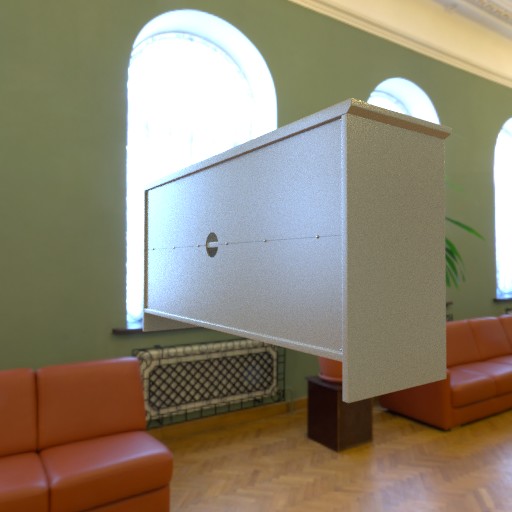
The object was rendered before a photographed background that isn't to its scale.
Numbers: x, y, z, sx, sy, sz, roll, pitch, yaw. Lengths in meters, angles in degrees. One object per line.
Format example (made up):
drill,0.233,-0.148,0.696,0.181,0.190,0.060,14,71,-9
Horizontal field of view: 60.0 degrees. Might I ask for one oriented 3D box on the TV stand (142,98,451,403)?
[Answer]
TV stand,0.000,0.000,1.447,0.344,0.603,1.167,1,-1,-34
